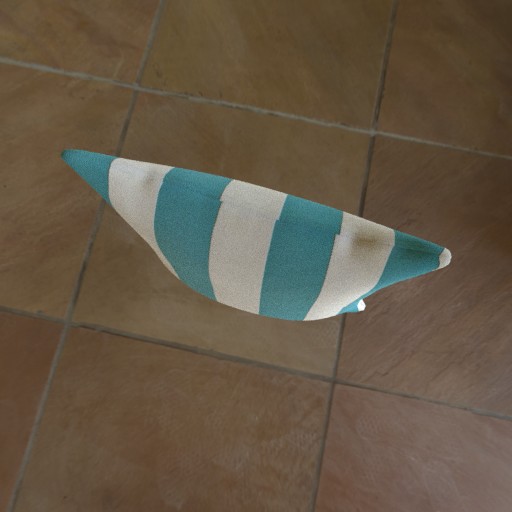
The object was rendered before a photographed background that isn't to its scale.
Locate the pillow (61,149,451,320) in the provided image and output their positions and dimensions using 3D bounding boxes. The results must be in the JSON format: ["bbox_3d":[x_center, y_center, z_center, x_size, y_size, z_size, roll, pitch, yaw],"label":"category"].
[{"bbox_3d":[0.000,0.000,0.818,0.536,0.526,0.189,15,77,3],"label":"pillow"}]
